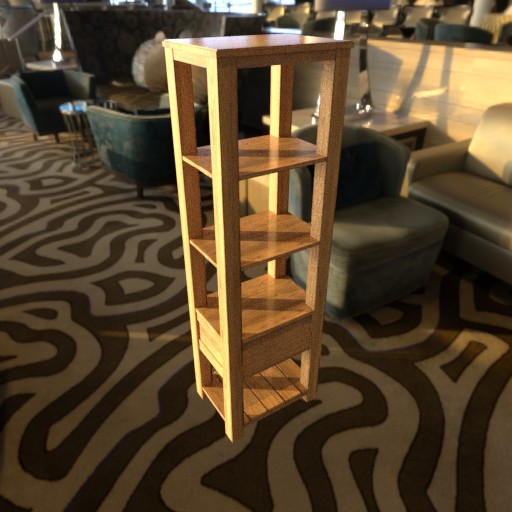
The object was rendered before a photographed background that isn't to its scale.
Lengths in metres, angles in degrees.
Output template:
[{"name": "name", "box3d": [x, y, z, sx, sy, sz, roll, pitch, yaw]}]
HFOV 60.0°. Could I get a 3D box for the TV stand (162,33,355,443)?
[{"name": "TV stand", "box3d": [0.000, 0.000, 2.080, 0.565, 1.828, 0.435, -18, 35, -28]}]
